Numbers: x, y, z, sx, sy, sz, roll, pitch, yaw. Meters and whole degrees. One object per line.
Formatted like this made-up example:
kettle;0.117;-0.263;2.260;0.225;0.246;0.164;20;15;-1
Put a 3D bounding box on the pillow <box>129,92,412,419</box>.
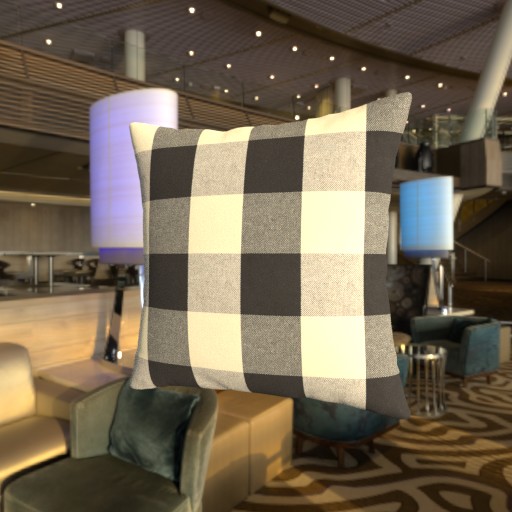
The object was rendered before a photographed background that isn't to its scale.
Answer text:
pillow;0.000;0.000;0.770;0.511;0.509;0.161;0;0;19
